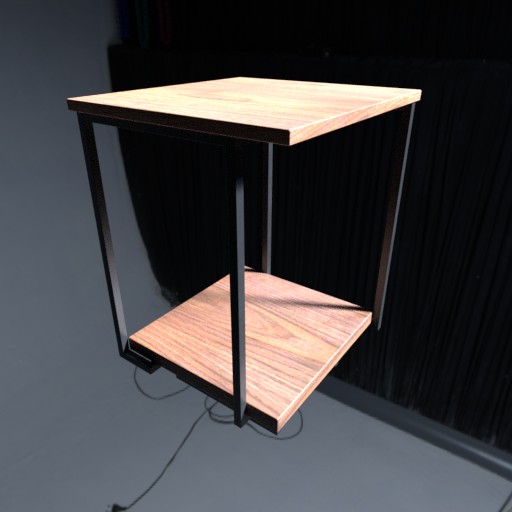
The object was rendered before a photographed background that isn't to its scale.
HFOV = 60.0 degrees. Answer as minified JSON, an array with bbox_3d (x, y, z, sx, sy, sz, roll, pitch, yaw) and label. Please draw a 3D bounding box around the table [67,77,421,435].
[{"bbox_3d":[0.000,0.000,0.820,0.384,0.567,0.411,18,32,32],"label":"table"}]
